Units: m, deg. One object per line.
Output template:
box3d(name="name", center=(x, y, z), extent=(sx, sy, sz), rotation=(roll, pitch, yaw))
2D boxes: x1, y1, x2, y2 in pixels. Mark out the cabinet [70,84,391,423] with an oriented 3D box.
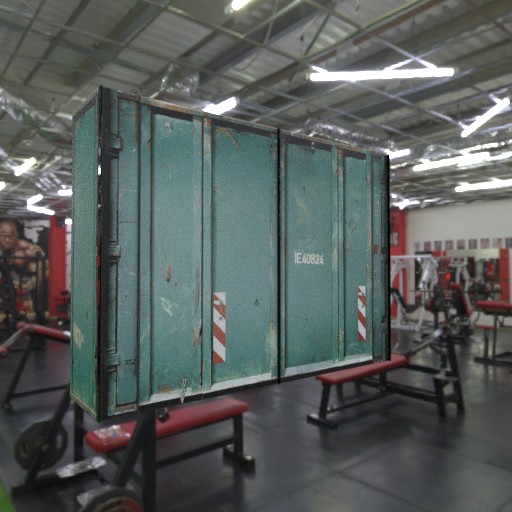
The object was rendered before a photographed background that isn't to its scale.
box3d(name="cabinet", center=(0.000, 0.000, 3.995), extent=(3.001, 2.160, 0.680), rotation=(1, -1, -37))
